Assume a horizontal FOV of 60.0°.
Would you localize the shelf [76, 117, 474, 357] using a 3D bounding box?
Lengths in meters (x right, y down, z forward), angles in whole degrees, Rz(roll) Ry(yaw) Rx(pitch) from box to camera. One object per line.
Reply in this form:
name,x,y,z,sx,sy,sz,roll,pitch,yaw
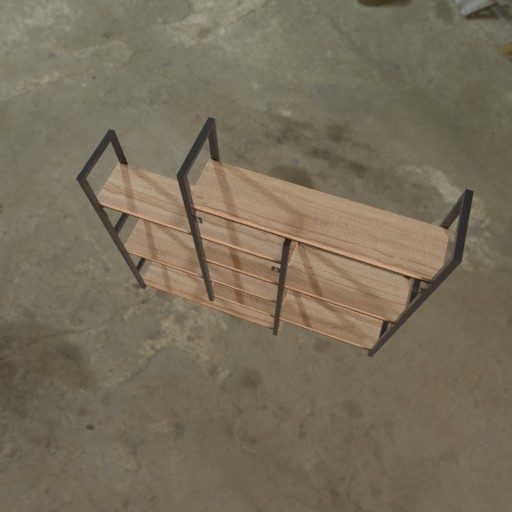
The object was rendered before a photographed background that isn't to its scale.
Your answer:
shelf,0.000,0.000,1.403,0.946,0.921,0.183,18,65,9
